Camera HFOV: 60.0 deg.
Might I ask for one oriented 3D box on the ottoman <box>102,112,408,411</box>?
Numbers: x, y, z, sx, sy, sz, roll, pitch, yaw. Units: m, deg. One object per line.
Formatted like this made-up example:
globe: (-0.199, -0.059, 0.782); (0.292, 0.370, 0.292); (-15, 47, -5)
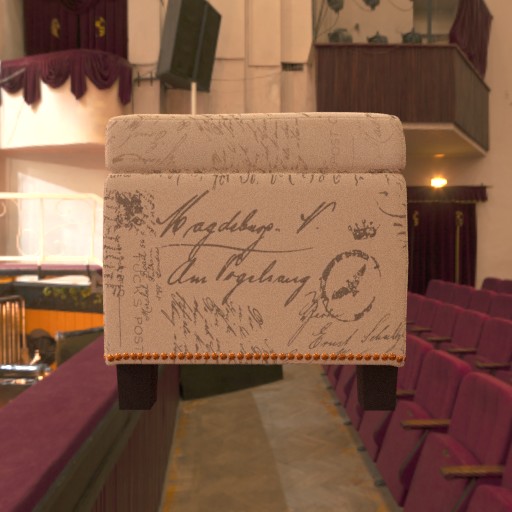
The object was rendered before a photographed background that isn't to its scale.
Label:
ottoman: (0.000, 0.000, 0.858); (0.450, 0.457, 0.449); (0, 1, 0)
